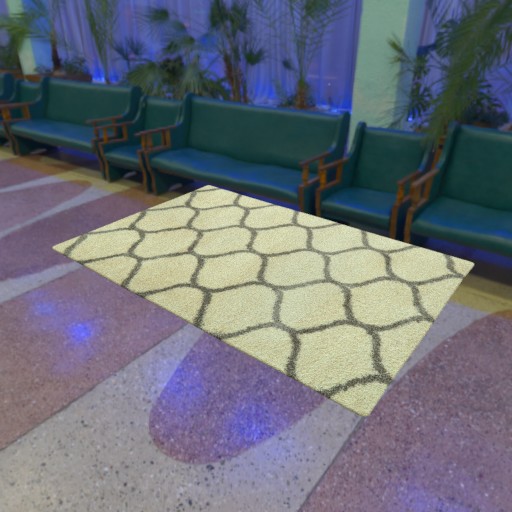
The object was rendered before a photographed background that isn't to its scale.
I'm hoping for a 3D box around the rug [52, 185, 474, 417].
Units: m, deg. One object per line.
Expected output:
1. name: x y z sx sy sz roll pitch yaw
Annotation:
1. rug: 0.000 0.000 3.383 2.701 0.026 1.801 21 35 33
